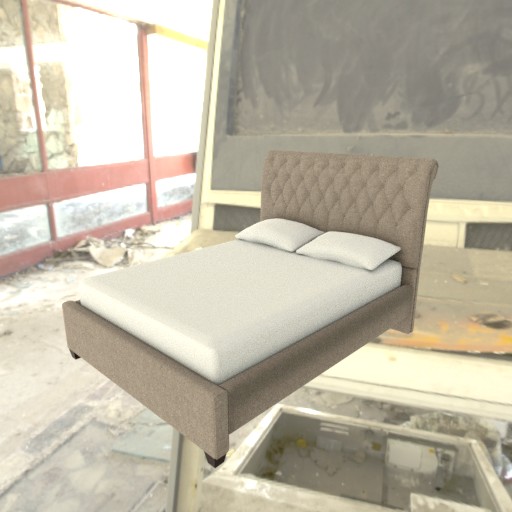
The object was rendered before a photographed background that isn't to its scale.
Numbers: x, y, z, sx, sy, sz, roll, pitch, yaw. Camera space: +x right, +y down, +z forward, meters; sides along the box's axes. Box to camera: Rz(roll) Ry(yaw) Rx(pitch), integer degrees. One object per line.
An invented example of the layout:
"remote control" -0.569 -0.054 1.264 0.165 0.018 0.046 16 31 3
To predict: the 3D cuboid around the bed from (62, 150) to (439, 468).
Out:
"bed" 0.000 0.000 3.265 1.645 1.371 2.252 15 23 41
